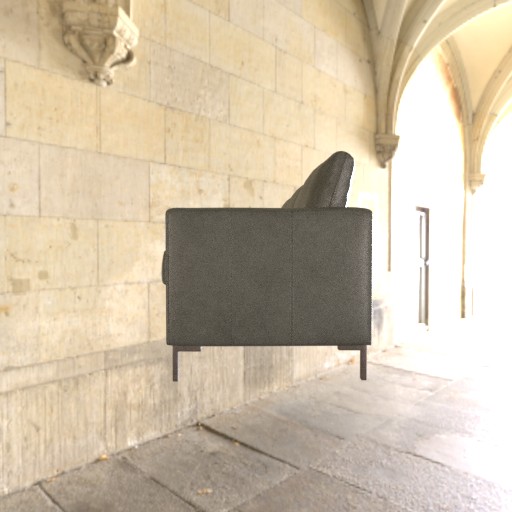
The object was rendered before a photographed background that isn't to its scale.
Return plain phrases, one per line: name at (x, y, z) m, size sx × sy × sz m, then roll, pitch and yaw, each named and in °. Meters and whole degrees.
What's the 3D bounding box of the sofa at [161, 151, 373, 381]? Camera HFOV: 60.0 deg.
sofa at (0.000, 0.000, 2.471) m, size 0.748 × 0.805 × 2.029 m, roll 0°, pitch 1°, yaw -1°
